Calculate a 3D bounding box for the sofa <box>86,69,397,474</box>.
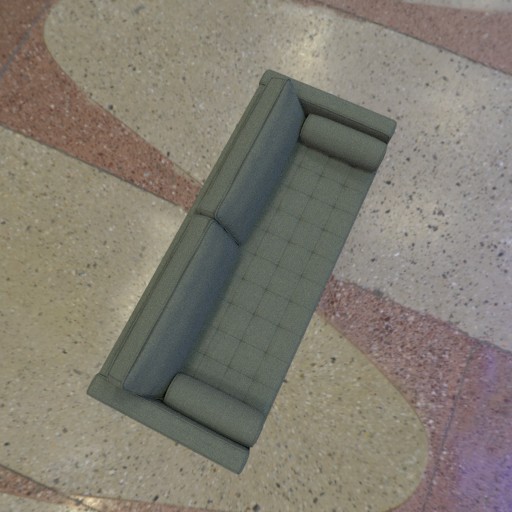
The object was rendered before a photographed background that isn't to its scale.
[{"bbox_3d":[0.000,0.000,2.665,0.914,0.762,2.198,25,76,7],"label":"sofa"}]
